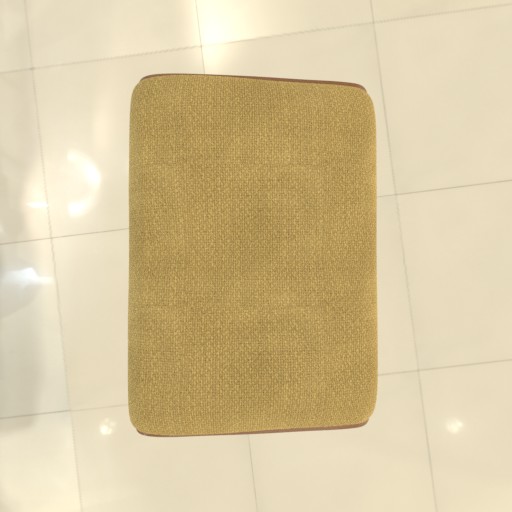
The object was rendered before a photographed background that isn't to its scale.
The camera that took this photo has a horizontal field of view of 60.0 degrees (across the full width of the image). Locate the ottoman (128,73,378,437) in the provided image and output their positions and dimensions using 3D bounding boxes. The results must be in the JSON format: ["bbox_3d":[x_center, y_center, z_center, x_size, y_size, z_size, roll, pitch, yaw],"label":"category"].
[{"bbox_3d":[0.000,0.000,0.798,0.394,0.391,0.520,0,89,2],"label":"ottoman"}]
